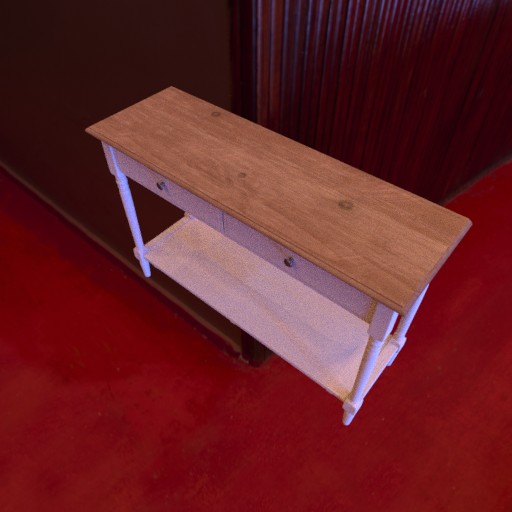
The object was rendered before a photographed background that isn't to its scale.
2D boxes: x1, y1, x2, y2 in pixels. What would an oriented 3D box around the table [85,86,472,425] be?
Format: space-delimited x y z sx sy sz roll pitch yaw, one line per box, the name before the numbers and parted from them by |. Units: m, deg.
table | 0.000 0.000 1.667 1.219 0.800 0.399 32 55 26
